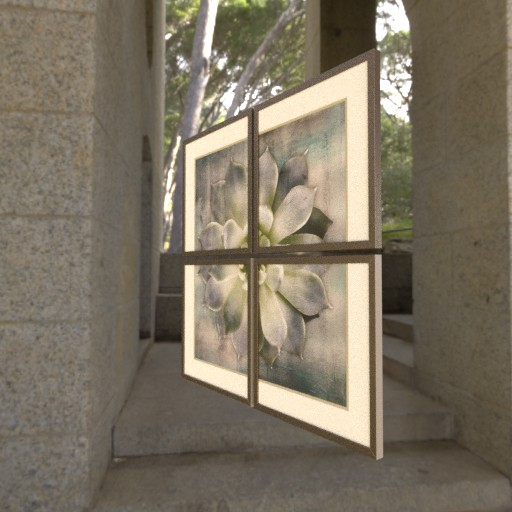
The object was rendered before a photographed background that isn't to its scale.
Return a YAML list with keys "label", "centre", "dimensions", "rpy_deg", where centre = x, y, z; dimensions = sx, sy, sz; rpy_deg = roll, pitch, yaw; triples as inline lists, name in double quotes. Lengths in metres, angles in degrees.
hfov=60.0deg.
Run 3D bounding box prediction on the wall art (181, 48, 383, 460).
- label: "wall art"
  centre: [0.000, 0.000, 1.529]
  dimensions: [0.030, 1.032, 1.032]
  rpy_deg: [1, -2, -37]
